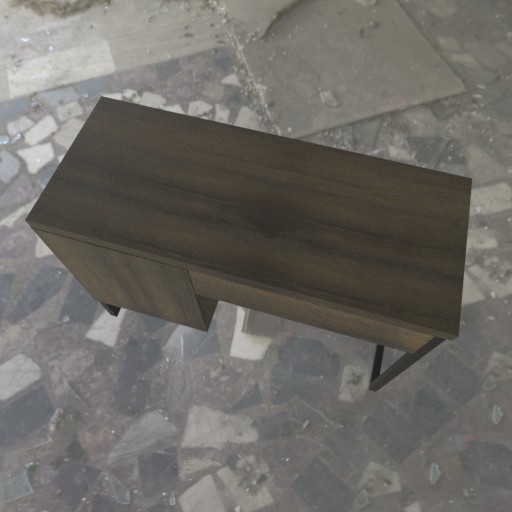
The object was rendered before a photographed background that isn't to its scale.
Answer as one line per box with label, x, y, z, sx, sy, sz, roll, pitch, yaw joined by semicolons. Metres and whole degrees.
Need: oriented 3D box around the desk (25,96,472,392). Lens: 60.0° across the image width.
desk;0.000;0.000;1.552;1.134;0.752;0.511;15;64;7
